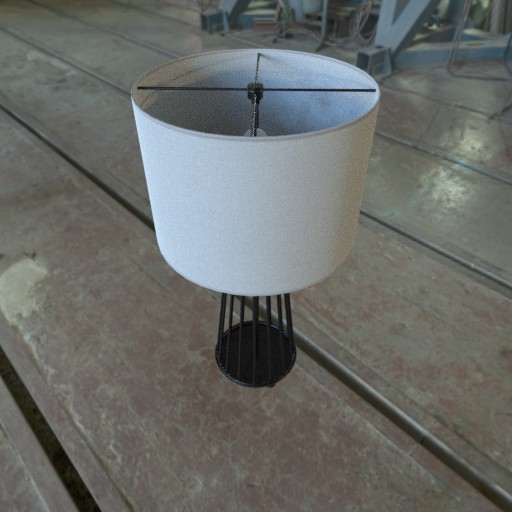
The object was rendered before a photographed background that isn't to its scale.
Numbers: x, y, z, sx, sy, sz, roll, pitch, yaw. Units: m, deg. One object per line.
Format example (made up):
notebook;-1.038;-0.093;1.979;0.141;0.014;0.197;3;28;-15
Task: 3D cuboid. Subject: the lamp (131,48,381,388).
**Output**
lamp;0.000;0.000;0.774;0.322;0.593;0.322;1;40;1
